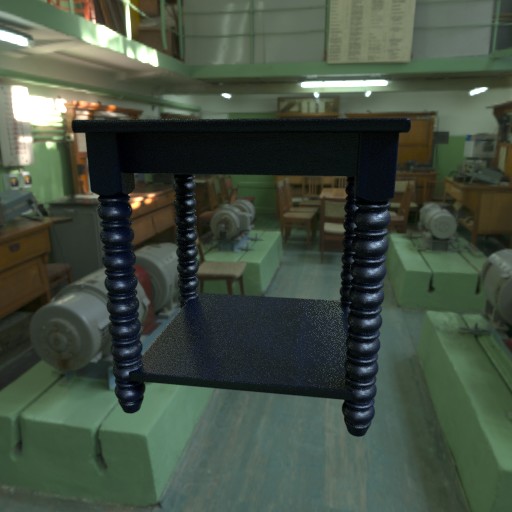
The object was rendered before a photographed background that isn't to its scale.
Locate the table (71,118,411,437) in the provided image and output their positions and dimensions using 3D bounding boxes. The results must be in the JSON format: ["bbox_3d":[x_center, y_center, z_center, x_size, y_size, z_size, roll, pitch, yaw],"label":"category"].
[{"bbox_3d":[0.000,0.000,0.986,0.533,0.567,0.500,2,15,9],"label":"table"}]
